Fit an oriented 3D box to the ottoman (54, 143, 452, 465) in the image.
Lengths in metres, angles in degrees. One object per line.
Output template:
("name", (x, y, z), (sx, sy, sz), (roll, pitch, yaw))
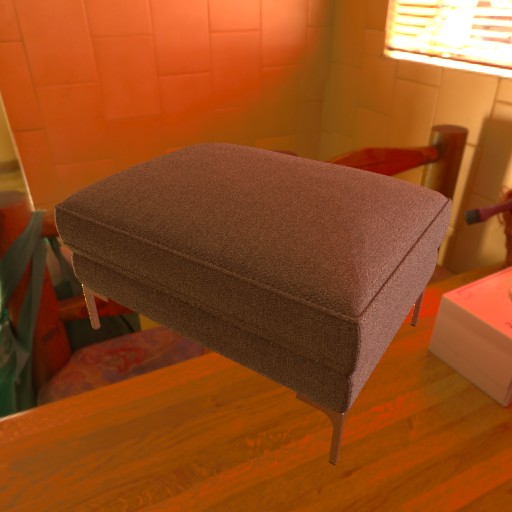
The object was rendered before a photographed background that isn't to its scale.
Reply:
("ottoman", (0.000, 0.000, 1.140), (0.785, 0.464, 0.583), (19, 36, 29))
